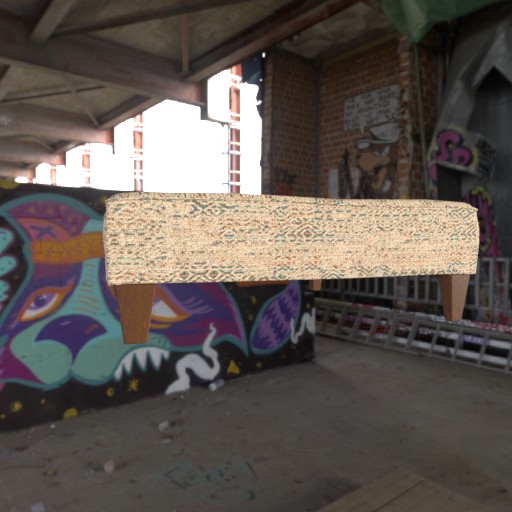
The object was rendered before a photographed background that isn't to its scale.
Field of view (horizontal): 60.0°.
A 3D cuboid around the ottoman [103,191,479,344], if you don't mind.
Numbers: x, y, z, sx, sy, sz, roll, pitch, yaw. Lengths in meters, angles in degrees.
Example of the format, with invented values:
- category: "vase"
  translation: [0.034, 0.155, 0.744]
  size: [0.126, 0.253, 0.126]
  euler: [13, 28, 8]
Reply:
- category: "ottoman"
  translation: [0.000, 0.000, 1.537]
  size: [1.004, 0.356, 0.968]
  euler: [-1, 2, -19]
